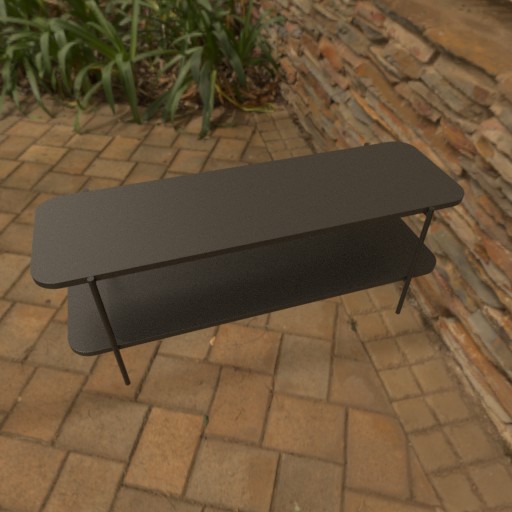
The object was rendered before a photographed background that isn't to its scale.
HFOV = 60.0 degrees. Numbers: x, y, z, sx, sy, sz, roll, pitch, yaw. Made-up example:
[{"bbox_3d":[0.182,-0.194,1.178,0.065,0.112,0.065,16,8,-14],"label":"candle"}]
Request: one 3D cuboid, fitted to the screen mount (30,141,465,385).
[{"bbox_3d":[0.000,0.000,1.419,1.200,0.447,0.400,-12,44,-13],"label":"screen mount"}]
